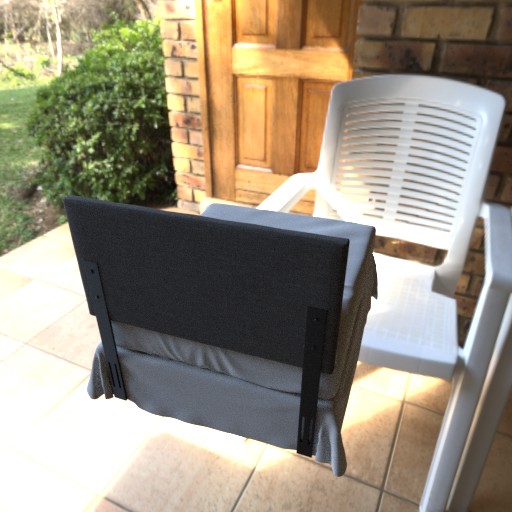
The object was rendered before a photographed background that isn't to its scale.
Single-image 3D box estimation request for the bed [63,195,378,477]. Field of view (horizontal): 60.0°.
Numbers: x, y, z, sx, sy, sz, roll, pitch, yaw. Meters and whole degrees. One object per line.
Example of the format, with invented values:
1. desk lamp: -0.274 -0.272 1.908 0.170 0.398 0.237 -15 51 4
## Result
1. bed: 0.000 0.000 3.498 1.936 1.577 2.222 10 32 17
